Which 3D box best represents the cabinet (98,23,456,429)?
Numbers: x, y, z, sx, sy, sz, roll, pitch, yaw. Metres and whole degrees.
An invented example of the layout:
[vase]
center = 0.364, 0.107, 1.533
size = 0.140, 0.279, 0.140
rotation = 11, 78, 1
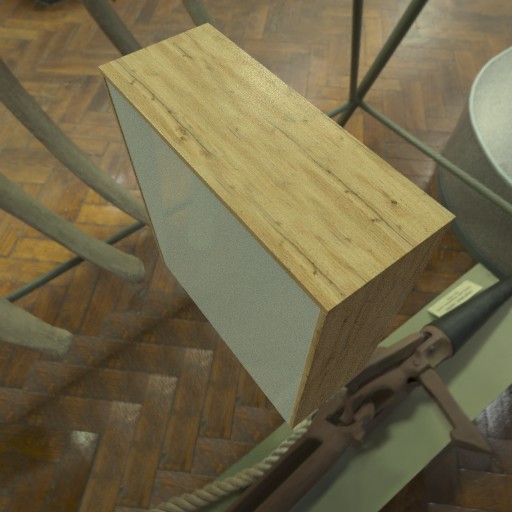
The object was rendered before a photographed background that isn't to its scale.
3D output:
[cabinet]
center = 0.000, 0.000, 1.931
size = 0.473, 1.397, 1.168
rotation = -33, 63, -19
